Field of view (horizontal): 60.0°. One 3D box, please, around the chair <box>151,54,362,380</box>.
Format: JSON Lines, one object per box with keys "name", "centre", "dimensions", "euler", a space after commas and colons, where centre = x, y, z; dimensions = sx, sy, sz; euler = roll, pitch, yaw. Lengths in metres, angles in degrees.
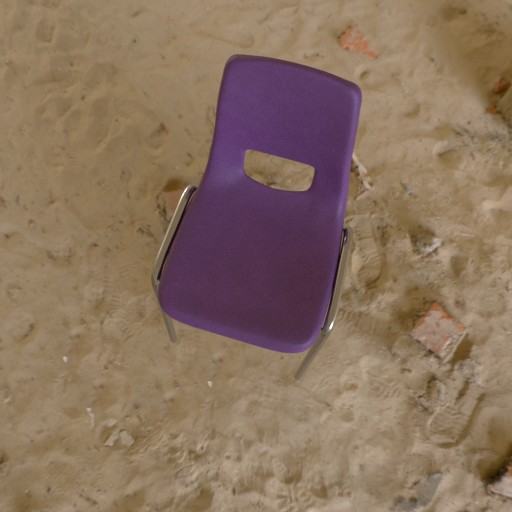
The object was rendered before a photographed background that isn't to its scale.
{"name": "chair", "centre": [0.000, 0.000, 0.950], "dimensions": [0.381, 0.704, 0.432], "euler": [16, 75, 4]}
